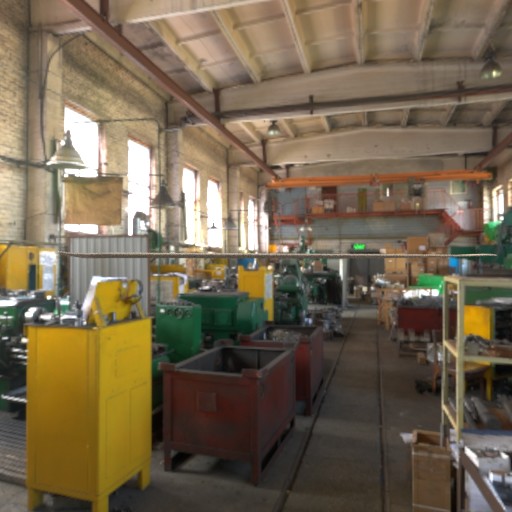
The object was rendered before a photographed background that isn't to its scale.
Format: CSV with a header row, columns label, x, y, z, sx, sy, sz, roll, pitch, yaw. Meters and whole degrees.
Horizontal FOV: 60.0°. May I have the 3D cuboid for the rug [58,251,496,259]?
label,x,y,z,sx,sy,sz,roll,pitch,yaw
rug,0.000,0.000,3.794,2.897,0.035,2.277,0,-1,-18
